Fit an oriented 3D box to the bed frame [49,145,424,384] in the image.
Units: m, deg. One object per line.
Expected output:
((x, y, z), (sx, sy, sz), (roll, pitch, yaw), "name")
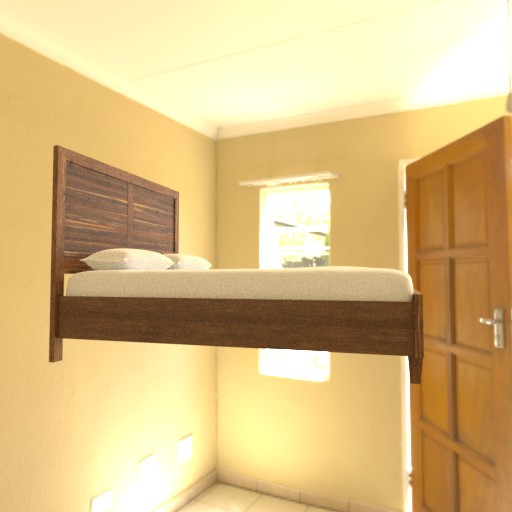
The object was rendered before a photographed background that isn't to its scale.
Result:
((0.000, 0.000, 3.358), (2.276, 1.417, 1.696), (-1, -3, 18), "bed frame")
